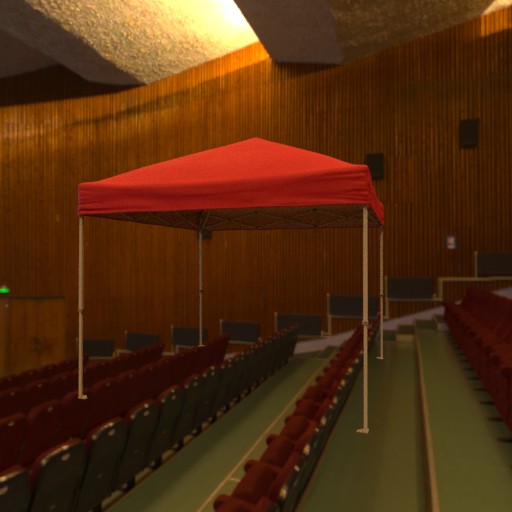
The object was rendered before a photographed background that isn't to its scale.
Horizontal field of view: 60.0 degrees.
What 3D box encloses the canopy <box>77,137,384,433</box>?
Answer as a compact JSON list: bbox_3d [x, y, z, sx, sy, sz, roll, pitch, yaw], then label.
[{"bbox_3d":[0.000,0.000,5.599,2.998,2.997,2.996,0,0,18],"label":"canopy"}]
